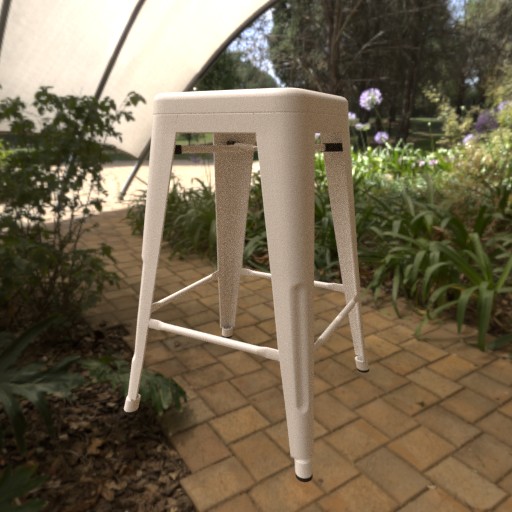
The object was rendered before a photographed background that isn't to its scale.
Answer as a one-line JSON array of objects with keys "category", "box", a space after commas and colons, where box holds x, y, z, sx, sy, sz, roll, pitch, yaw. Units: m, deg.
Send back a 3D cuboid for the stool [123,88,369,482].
[{"category": "stool", "box": [0.000, 0.000, 0.894, 0.406, 0.610, 0.406, 8, 18, 26]}]
